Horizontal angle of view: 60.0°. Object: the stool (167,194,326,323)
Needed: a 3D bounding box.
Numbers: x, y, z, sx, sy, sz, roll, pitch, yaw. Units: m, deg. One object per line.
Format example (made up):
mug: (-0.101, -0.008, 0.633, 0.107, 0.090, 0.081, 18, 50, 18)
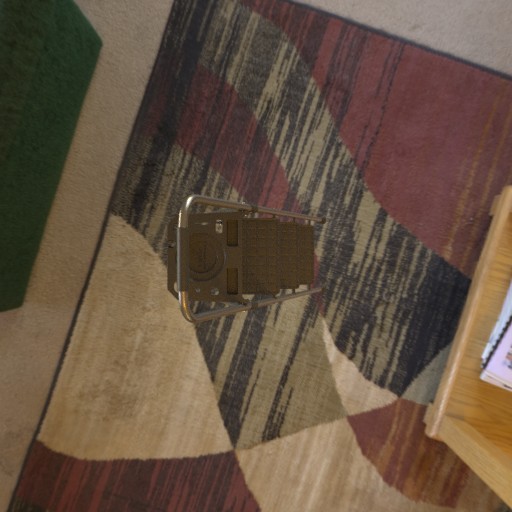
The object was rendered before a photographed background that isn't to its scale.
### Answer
stool: (0.000, 0.000, 1.639, 0.733, 1.277, 0.396, 0, 91, 0)
